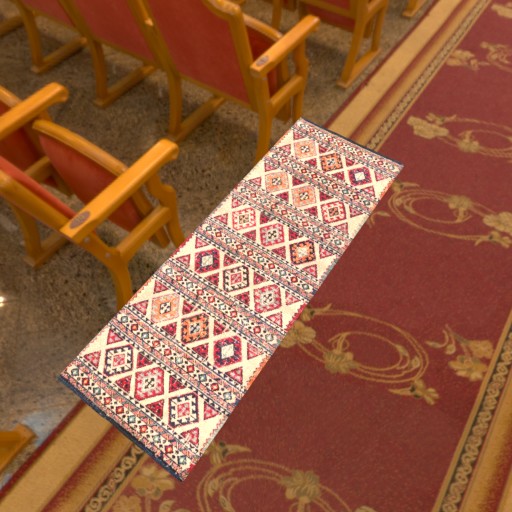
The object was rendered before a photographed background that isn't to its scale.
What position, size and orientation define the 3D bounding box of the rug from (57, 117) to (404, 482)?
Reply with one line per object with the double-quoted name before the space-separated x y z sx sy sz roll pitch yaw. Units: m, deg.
"rug" 0.000 0.000 2.634 0.832 0.008 2.362 31 63 17
